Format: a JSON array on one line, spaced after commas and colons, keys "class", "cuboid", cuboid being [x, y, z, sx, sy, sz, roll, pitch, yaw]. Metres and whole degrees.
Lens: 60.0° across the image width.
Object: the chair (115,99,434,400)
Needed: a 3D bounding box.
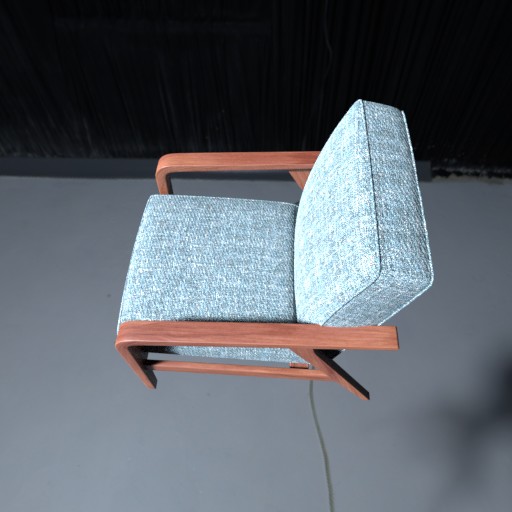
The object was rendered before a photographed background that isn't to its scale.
[{"class": "chair", "cuboid": [0.000, 0.000, 1.487, 0.889, 0.864, 0.719, 3, 58, 2]}]
